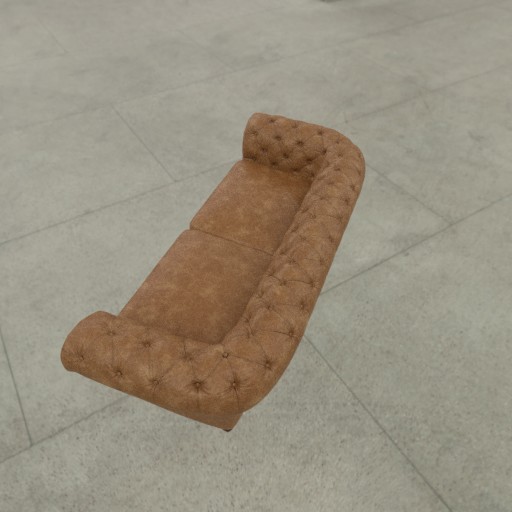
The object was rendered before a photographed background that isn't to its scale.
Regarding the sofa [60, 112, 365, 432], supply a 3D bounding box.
[{"bbox_3d":[0.000,0.000,2.809,0.989,0.760,2.365,16,48,15],"label":"sofa"}]
